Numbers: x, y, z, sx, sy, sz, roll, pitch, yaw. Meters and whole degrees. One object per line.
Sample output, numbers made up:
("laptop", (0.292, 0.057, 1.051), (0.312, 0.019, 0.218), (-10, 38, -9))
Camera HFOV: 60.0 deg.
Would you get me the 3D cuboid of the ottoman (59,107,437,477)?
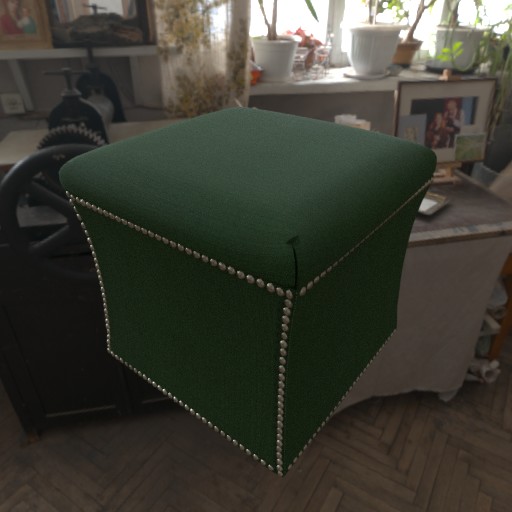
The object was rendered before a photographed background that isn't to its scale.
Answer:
("ottoman", (0.000, 0.000, 0.888), (0.507, 0.475, 0.497), (23, 39, 32))
